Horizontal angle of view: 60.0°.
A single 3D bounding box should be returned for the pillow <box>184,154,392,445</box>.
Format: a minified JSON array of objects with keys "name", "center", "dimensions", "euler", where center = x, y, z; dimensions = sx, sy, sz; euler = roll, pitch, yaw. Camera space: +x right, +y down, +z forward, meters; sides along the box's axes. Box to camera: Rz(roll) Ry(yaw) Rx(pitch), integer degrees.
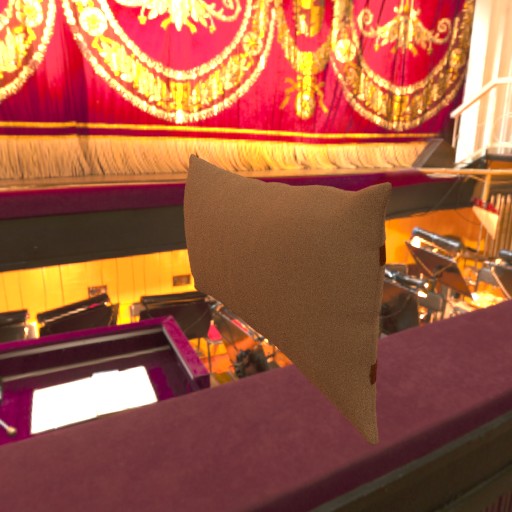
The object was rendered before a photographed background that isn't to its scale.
[{"name":"pillow","center":[0.000,0.000,0.736],"dimensions":[0.148,0.308,0.612],"euler":[-8,17,-26]}]
